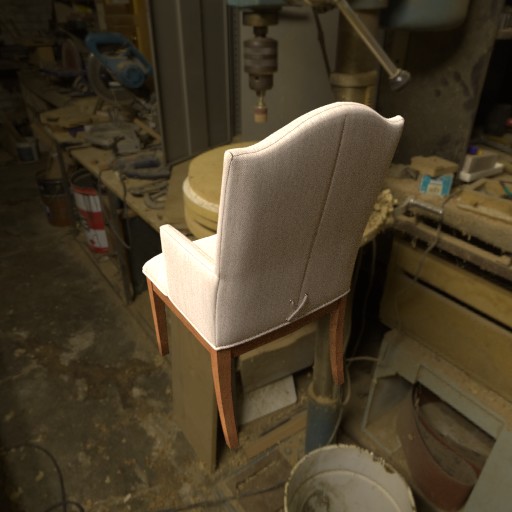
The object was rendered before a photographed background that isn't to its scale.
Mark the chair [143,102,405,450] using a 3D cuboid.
[{"bbox_3d":[0.000,0.000,1.377,0.533,1.016,0.641,-19,36,-30],"label":"chair"}]
